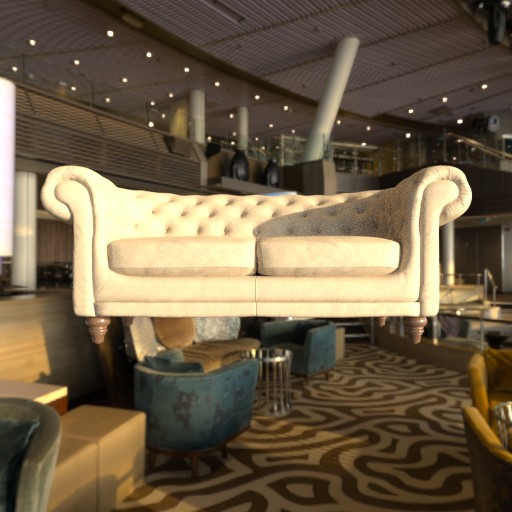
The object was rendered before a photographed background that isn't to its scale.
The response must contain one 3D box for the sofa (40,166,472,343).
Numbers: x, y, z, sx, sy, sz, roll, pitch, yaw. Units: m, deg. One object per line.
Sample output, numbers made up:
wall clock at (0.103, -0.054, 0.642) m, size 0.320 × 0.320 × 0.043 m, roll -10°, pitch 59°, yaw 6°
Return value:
sofa at (0.000, 0.000, 2.509) m, size 1.988 × 0.835 × 1.069 m, roll 0°, pitch -1°, yaw 0°
